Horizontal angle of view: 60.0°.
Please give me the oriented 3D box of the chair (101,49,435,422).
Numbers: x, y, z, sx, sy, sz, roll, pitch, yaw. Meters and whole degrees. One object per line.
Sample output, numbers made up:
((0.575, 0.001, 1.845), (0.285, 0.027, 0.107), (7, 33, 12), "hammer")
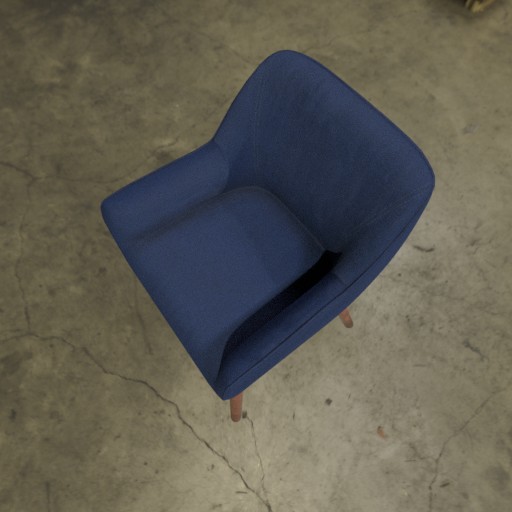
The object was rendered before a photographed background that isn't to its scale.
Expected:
((0.000, 0.000, 1.244), (0.600, 0.820, 0.600), (-33, 66, -16), "chair")
